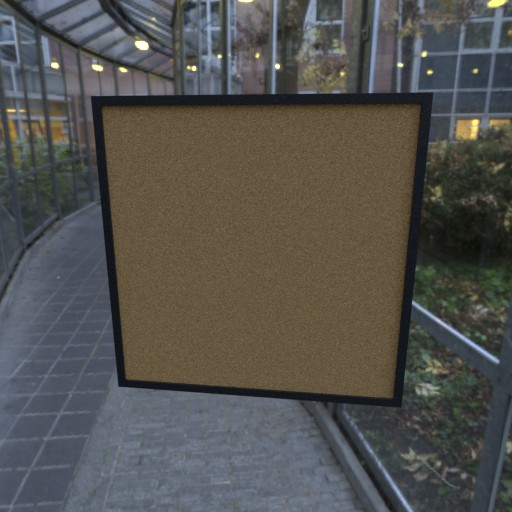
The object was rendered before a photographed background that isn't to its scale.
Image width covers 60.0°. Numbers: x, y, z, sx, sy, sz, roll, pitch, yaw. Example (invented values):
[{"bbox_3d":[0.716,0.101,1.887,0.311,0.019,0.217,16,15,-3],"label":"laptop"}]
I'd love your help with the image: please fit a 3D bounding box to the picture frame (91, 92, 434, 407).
[{"bbox_3d":[0.000,0.000,0.464,0.317,0.317,0.030,2,16,7],"label":"picture frame"}]
